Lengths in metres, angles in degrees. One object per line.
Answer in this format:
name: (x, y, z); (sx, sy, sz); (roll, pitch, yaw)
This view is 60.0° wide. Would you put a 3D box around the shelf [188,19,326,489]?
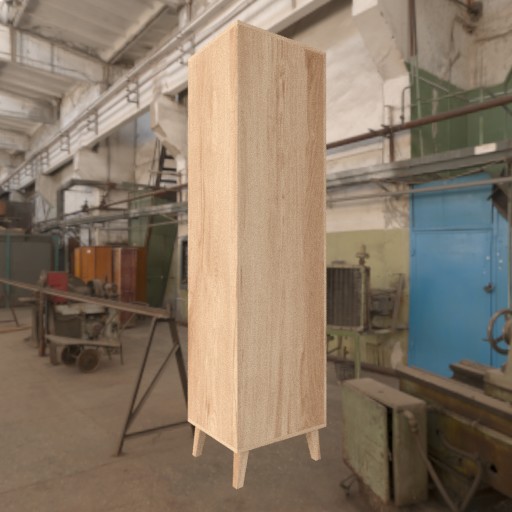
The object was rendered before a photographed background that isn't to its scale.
shelf: (0.000, 0.000, 2.166); (0.510, 1.960, 0.450); (0, 0, -35)
